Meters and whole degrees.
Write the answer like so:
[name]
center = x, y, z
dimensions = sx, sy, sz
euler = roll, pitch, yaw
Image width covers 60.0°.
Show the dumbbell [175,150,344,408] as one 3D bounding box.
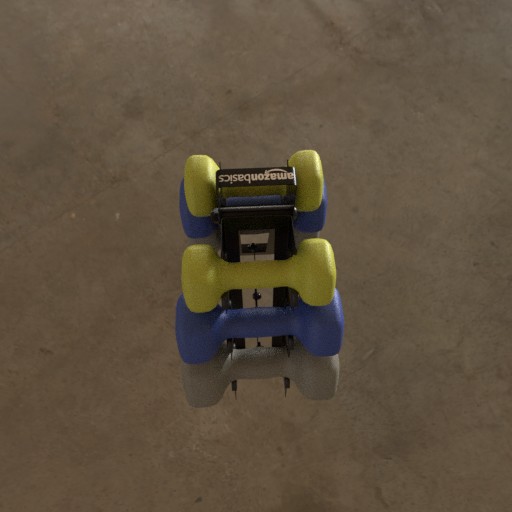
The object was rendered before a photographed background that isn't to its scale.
[dumbbell]
center = 0.000, 0.000, 0.699
dimensions = 0.261, 0.426, 0.416
euler = -2, 64, -1
